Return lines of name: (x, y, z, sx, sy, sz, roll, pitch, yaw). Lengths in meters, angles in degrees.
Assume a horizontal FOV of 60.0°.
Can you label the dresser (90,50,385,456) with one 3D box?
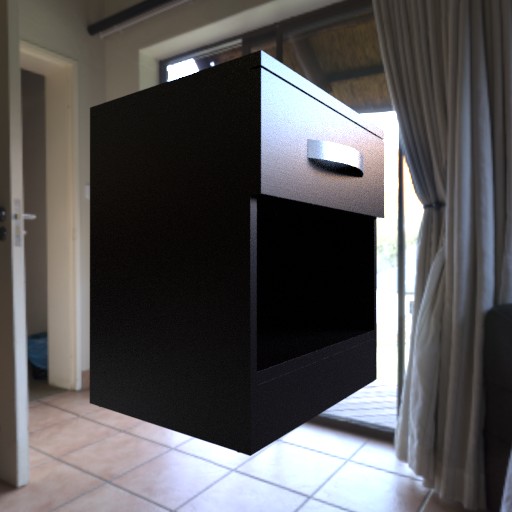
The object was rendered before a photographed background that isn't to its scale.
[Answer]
dresser: (0.000, 0.000, 0.758, 0.360, 0.470, 0.400, 0, 0, 36)
